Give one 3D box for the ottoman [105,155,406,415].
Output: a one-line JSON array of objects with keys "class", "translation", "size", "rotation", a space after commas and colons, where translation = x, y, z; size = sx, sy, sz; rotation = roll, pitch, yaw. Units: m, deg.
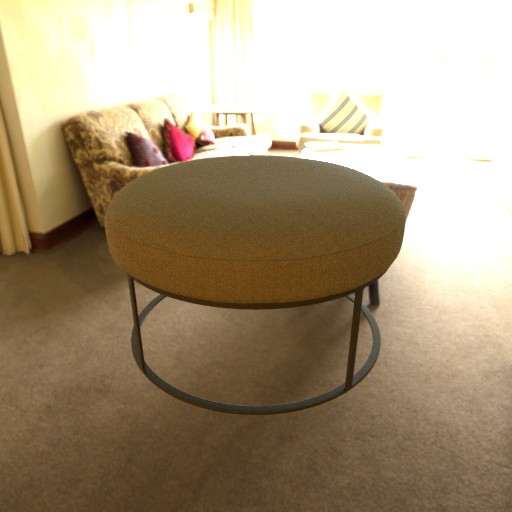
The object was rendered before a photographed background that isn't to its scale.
[{"class": "ottoman", "translation": [0.000, 0.000, 1.244], "size": [0.772, 0.460, 0.772], "rotation": [0, 25, 0]}]
